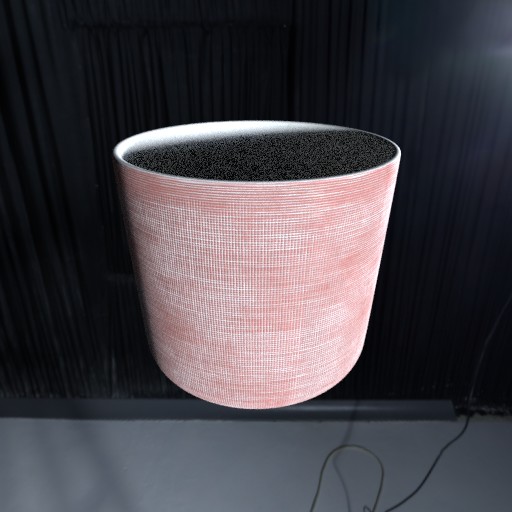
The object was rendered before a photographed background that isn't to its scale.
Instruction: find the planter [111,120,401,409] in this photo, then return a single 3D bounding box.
[{"bbox_3d":[0.000,0.000,0.788,0.440,0.398,0.440,0,26,0],"label":"planter"}]
